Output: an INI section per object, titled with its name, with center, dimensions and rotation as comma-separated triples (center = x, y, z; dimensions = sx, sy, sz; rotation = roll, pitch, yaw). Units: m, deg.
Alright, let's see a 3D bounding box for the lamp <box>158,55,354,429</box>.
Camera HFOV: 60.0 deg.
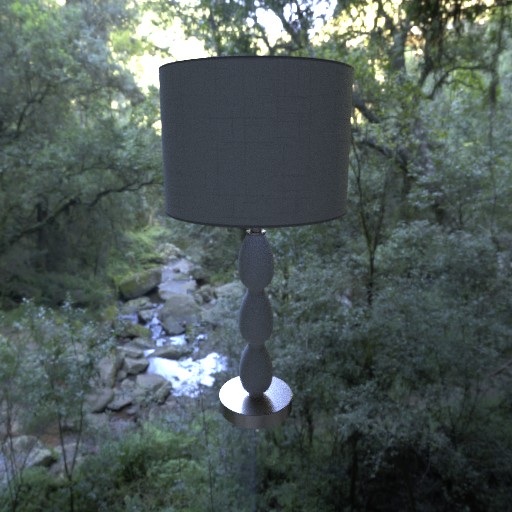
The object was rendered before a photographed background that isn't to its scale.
[lamp]
center = 0.000, 0.000, 0.720
dimensions = 0.280, 0.559, 0.282
rotation = 3, 16, 9
